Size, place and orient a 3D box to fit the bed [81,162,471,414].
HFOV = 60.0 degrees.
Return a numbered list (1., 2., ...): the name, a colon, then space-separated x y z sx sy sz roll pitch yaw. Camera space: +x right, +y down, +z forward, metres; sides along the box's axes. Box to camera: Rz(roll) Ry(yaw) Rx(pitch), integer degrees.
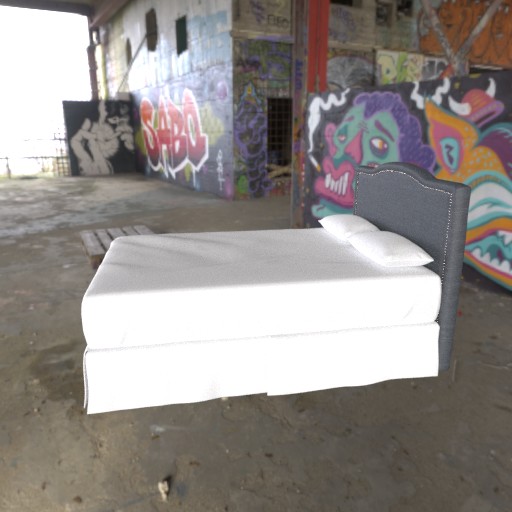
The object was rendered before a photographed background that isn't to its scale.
1. bed: 0.000 0.000 3.549 2.507 1.441 1.747 -3 16 -10
